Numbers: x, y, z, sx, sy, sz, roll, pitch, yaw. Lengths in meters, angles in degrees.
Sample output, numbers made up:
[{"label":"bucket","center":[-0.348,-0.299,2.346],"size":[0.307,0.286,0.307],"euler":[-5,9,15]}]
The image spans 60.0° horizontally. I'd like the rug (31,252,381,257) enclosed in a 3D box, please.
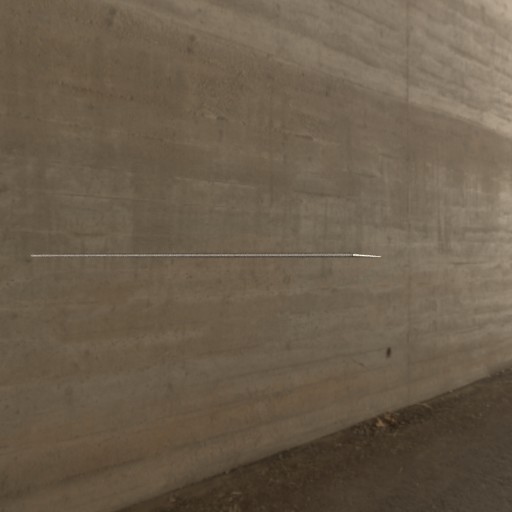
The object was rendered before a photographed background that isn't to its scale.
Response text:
[{"label":"rug","center":[0.000,0.000,3.559],"size":[1.819,0.018,2.746],"euler":[0,0,18]}]
